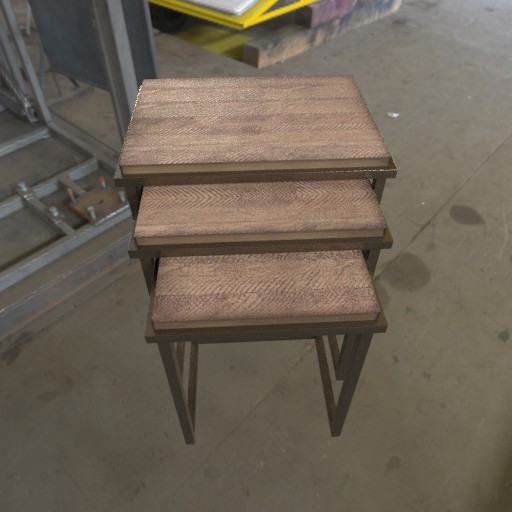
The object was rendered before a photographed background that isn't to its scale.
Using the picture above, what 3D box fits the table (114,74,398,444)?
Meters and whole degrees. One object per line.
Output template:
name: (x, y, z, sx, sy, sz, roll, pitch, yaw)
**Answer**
table: (0.000, 0.000, 1.108, 0.559, 0.610, 0.706, -2, 46, -2)
